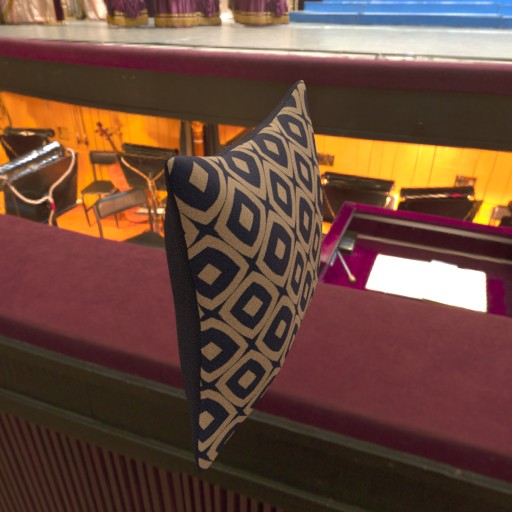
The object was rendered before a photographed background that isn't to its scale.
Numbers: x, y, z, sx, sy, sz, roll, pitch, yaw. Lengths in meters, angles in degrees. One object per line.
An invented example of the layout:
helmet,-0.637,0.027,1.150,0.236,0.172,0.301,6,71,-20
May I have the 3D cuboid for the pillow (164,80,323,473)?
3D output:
pillow,0.000,0.000,0.756,0.188,0.494,0.504,10,32,17
